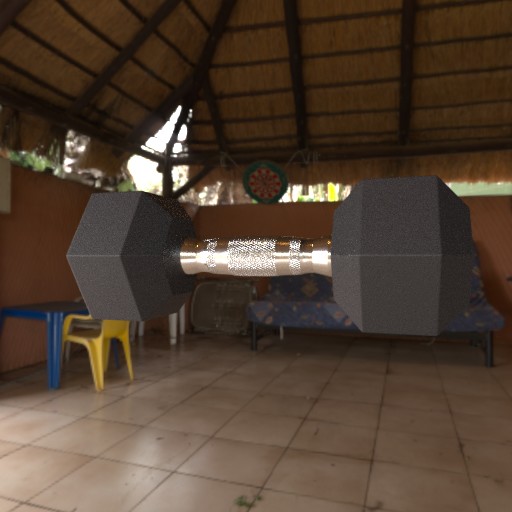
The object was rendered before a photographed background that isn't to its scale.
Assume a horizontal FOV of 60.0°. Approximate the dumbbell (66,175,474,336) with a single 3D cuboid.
[{"bbox_3d":[0.000,0.000,0.344,0.297,0.101,0.116,0,0,18],"label":"dumbbell"}]
